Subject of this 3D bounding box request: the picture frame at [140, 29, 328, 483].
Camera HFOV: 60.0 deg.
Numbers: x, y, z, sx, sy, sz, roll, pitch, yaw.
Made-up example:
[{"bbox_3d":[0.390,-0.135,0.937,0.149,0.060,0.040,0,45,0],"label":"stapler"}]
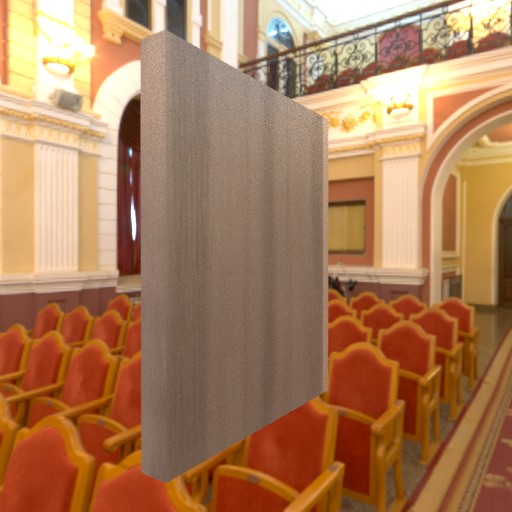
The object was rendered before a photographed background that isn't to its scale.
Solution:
[{"bbox_3d":[0.000,0.000,0.739,0.046,0.555,0.449,0,1,35],"label":"picture frame"}]
